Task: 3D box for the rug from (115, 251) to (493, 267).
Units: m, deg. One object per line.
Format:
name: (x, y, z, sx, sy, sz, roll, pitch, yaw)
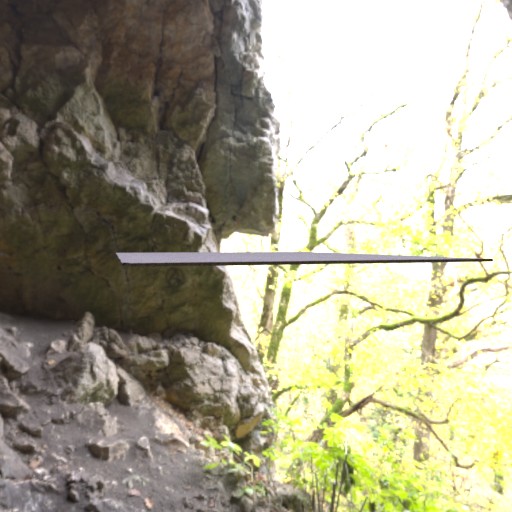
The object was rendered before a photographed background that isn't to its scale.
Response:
rug: (0.000, 0.000, 4.090, 2.449, 0.025, 3.049, 0, 2, -18)
